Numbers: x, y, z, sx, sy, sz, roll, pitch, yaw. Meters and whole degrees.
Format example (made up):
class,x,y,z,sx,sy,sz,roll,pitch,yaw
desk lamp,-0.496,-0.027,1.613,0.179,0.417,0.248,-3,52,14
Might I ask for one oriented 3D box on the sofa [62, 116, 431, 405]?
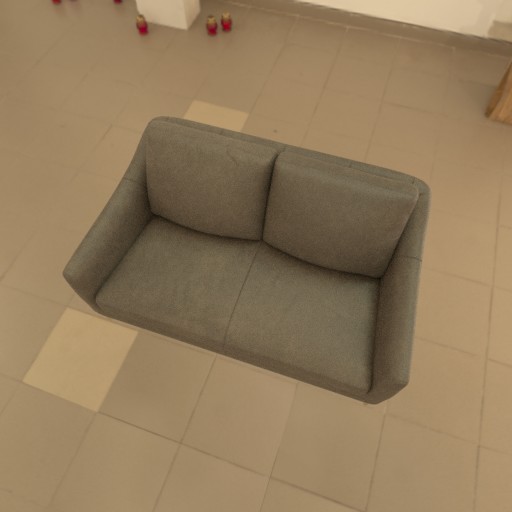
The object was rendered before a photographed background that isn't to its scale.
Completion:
class,x,y,z,sx,sy,sz,roll,pitch,yaw
sofa,0.000,0.000,2.269,1.619,0.902,0.960,16,61,9
